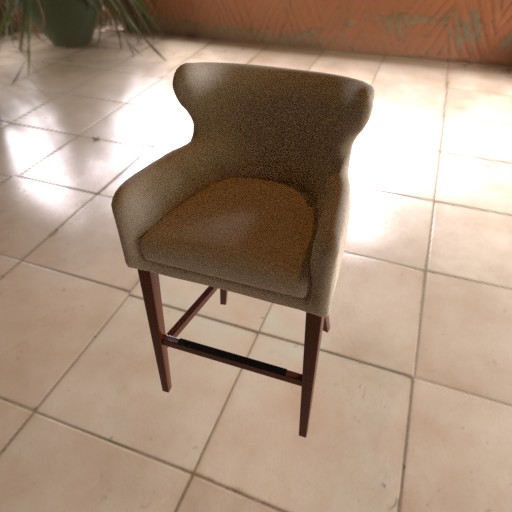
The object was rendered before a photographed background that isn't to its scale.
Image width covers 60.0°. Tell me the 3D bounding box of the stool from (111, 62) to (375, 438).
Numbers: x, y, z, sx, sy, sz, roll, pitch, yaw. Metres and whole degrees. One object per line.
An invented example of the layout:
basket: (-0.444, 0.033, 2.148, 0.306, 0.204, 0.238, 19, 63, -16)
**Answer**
stool: (0.000, 0.000, 1.388, 0.556, 1.034, 0.563, 13, 43, 14)
